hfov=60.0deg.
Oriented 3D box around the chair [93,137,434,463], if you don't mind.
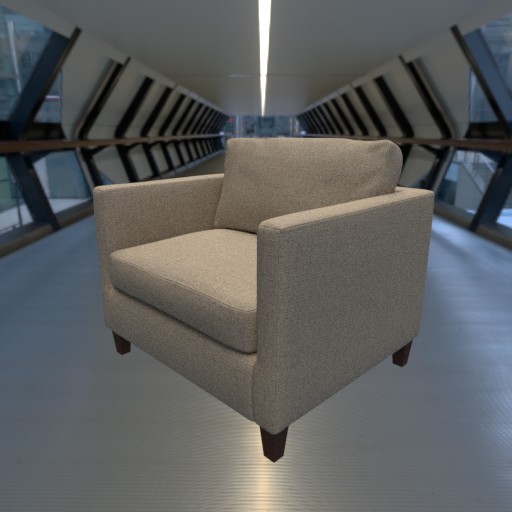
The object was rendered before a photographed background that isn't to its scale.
[{"bbox_3d":[0.000,0.000,1.873,0.959,0.961,1.107,-16,23,-43],"label":"chair"}]
